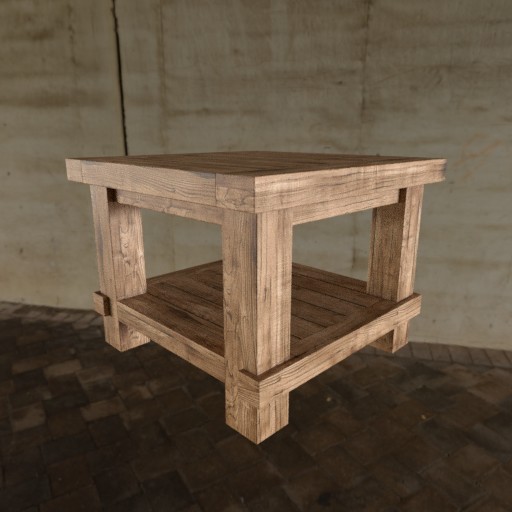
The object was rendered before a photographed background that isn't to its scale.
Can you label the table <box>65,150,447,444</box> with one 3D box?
[{"bbox_3d":[0.000,0.000,1.060,0.610,0.457,0.610,-15,21,-43],"label":"table"}]
